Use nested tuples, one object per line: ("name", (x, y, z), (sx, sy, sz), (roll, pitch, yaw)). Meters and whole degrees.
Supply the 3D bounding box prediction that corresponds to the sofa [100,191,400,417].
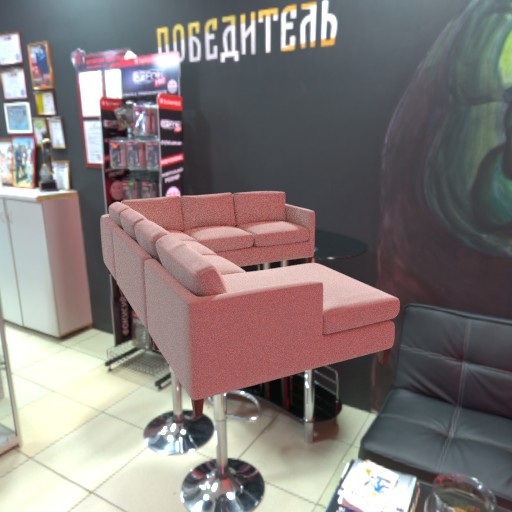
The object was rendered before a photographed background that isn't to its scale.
("sofa", (0.000, 0.000, 4.547), (2.593, 0.956, 3.459), (-7, 16, -26))
